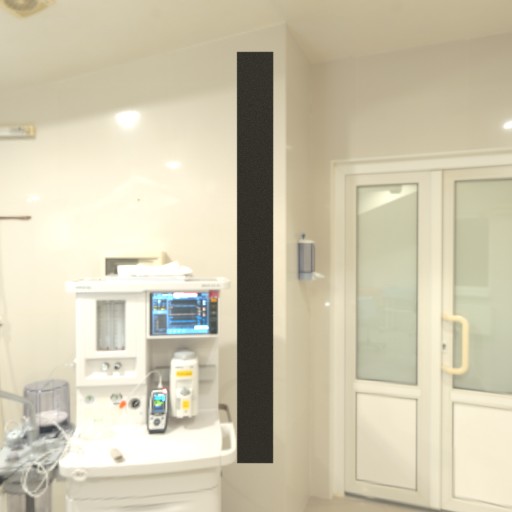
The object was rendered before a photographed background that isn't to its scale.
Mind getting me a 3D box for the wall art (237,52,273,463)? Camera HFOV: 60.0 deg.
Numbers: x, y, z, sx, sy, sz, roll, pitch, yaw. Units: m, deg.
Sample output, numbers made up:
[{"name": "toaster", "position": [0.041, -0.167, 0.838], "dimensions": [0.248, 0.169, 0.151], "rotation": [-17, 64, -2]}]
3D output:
[{"name": "wall art", "position": [0.000, 0.000, 0.545], "dimensions": [0.029, 0.330, 0.381], "rotation": [0, 1, 0]}]
